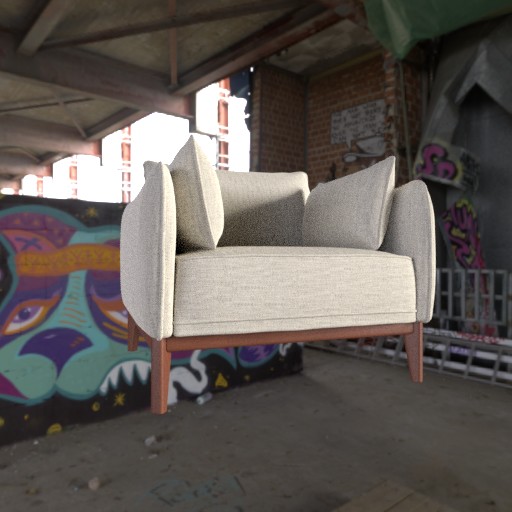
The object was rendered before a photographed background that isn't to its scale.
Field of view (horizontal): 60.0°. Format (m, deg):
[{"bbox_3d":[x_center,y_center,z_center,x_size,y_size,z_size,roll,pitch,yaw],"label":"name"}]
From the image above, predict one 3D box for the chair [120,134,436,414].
[{"bbox_3d":[0.000,0.000,1.751,0.994,0.855,0.991,0,0,-20],"label":"chair"}]
